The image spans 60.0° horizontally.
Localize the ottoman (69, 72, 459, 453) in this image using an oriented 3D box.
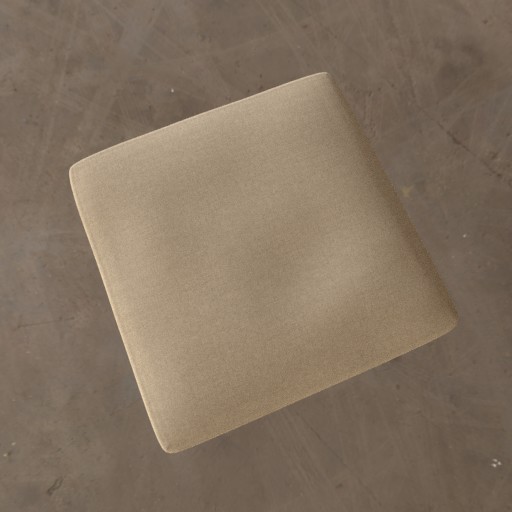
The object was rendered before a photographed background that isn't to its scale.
[{"bbox_3d":[0.000,0.000,1.346,0.840,0.436,0.843,-22,77,-5],"label":"ottoman"}]
